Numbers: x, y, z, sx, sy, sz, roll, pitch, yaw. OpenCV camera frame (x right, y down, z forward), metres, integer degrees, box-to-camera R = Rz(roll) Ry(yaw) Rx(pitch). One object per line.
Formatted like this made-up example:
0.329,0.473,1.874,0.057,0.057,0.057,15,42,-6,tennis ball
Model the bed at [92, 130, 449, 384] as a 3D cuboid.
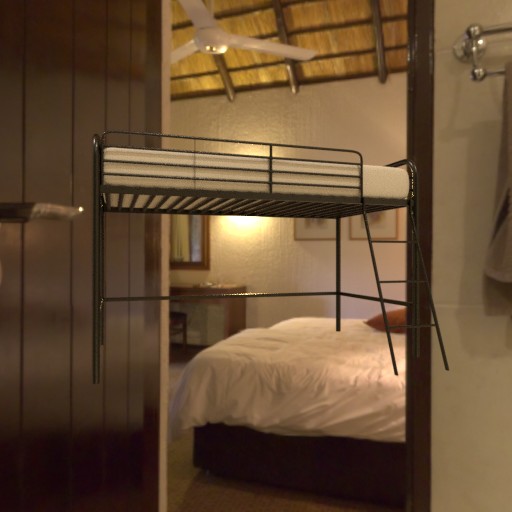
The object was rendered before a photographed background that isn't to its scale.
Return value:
0.000,0.000,2.868,1.968,1.289,1.393,0,0,-18,bed
